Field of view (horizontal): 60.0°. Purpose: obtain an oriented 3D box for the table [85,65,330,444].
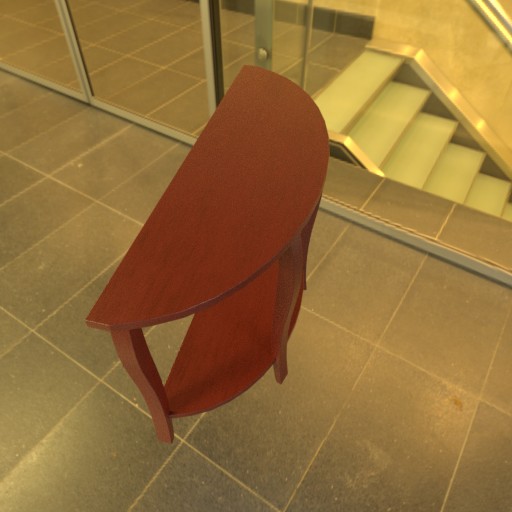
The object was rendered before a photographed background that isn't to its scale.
[{"bbox_3d":[0.000,0.000,1.545,0.405,0.779,1.219,10,48,10],"label":"table"}]
